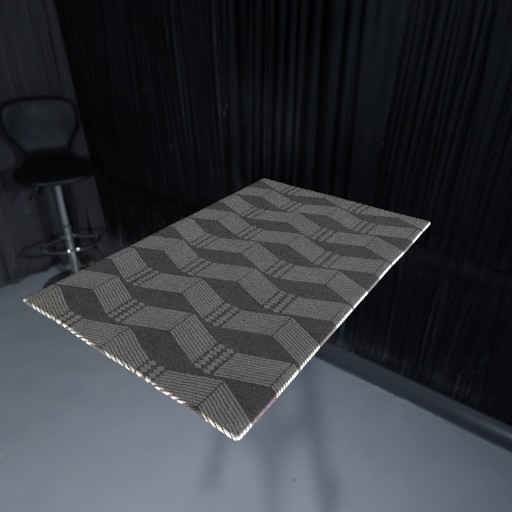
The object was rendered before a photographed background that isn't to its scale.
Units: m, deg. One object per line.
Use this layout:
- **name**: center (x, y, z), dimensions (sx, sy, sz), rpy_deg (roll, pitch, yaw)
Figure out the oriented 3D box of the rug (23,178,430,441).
- **rug**: center (0.000, 0.000, 2.278), dimensions (1.210, 0.016, 1.833), rpy_deg (21, 36, 31)
